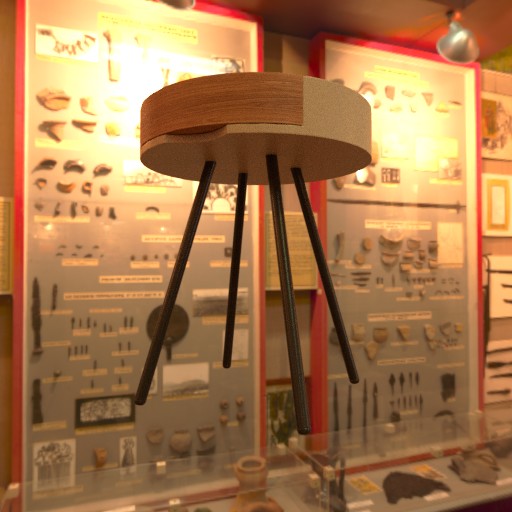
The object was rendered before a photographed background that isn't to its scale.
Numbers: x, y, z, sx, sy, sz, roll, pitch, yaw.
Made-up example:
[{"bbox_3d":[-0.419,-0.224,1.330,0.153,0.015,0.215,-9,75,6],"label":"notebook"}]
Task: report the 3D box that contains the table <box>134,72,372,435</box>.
[{"bbox_3d":[0.000,0.000,0.851,0.450,0.525,0.450,0,-1,0],"label":"table"}]
